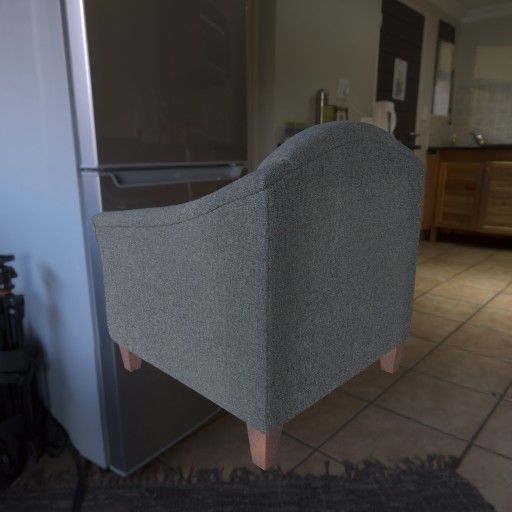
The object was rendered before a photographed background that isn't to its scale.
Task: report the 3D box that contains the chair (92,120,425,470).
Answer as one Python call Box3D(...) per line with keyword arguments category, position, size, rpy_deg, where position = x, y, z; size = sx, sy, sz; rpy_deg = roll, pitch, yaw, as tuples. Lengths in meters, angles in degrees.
Box3D(category="chair", position=(0.000, 0.000, 1.469), size=(0.787, 0.839, 0.763), rpy_deg=(13, 20, 42))
